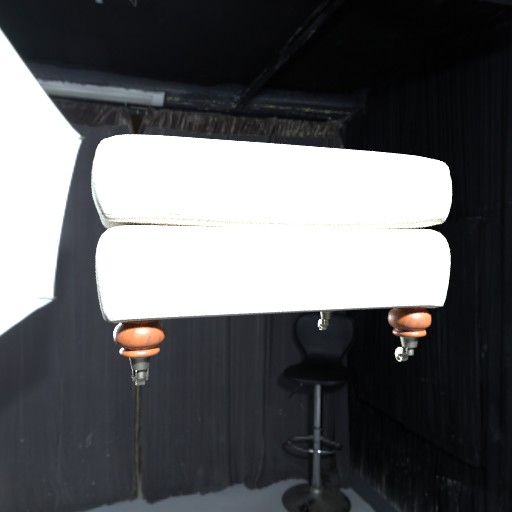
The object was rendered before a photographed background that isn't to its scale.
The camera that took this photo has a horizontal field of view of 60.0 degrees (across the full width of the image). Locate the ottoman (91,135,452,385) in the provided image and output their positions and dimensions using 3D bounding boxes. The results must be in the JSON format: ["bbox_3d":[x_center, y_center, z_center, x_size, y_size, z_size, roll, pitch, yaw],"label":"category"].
[{"bbox_3d":[0.000,0.000,1.131,0.773,0.499,0.569,0,1,-18],"label":"ottoman"}]
